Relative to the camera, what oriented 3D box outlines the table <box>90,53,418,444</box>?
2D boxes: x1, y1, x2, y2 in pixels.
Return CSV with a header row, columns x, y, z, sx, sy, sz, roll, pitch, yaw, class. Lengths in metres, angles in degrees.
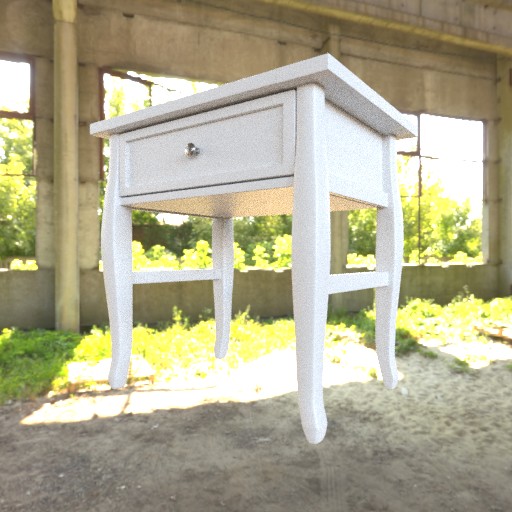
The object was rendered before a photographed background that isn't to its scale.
x,y,z,sx,sy,sz,roll,pitch,yaw,class
0.000,0.000,1.019,0.599,0.605,0.463,0,0,36,table
